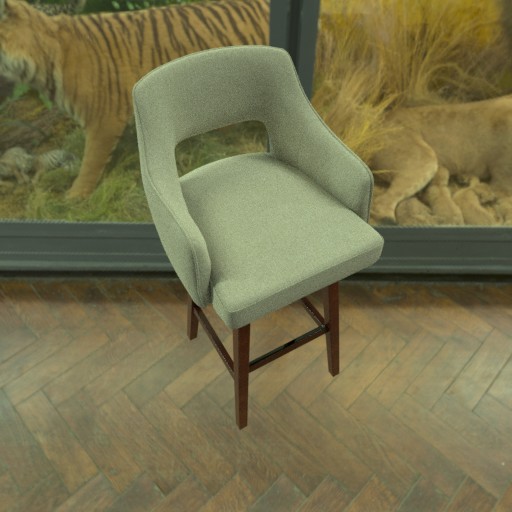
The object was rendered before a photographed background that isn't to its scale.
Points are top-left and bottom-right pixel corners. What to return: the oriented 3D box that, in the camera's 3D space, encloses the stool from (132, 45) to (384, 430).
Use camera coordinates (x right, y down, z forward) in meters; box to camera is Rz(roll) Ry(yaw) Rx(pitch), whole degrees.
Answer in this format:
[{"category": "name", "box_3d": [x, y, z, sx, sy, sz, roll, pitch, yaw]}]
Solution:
[{"category": "stool", "box_3d": [0.000, 0.000, 1.354, 0.550, 1.041, 0.560, -23, 51, -20]}]
